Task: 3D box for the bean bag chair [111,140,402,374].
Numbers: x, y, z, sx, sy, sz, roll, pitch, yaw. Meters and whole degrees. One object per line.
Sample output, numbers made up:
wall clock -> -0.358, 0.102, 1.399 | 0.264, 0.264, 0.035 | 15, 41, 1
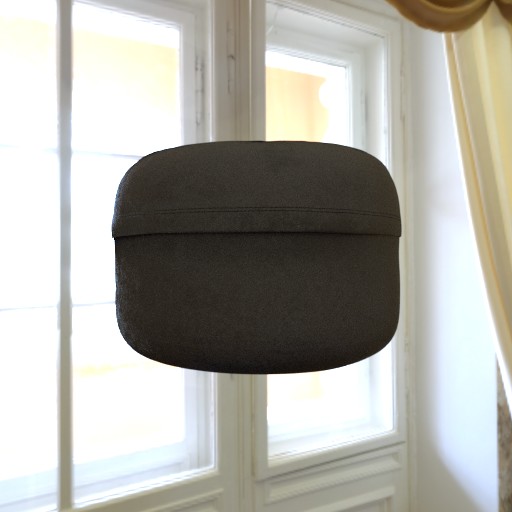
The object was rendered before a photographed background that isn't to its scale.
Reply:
bean bag chair -> 0.000, 0.000, 1.471 | 0.918, 0.605, 0.918 | 0, 0, 0
